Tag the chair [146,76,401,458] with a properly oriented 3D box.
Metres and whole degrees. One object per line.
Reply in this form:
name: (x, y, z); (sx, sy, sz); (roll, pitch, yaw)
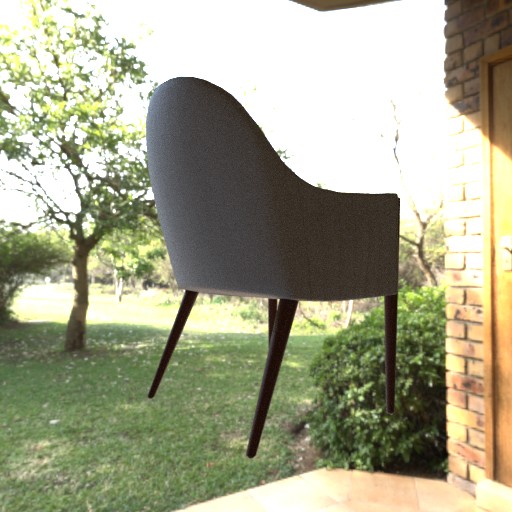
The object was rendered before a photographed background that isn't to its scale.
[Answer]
chair: (0.000, 0.000, 1.314); (0.620, 0.889, 0.610); (1, -2, -36)
